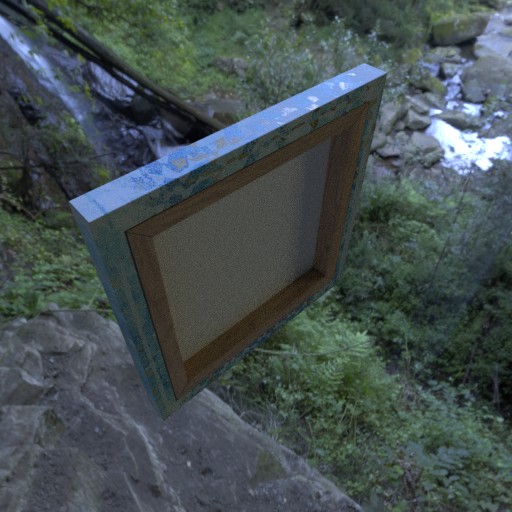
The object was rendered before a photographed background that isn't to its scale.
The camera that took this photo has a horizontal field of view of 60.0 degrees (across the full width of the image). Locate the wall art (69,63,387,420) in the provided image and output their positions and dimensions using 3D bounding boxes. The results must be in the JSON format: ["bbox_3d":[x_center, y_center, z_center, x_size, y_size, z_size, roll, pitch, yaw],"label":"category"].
[{"bbox_3d":[0.000,0.000,0.615,0.405,0.405,0.037,-34,56,-27],"label":"wall art"}]
